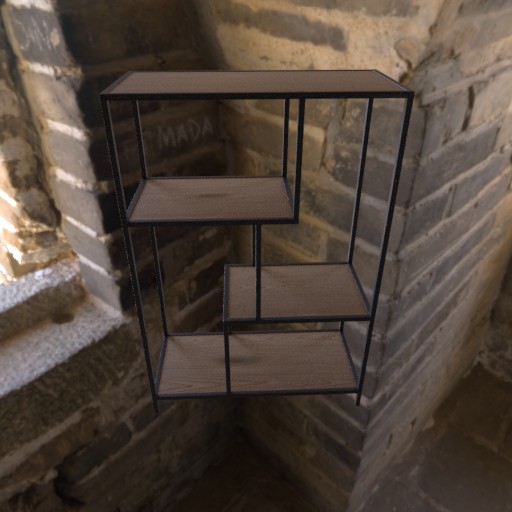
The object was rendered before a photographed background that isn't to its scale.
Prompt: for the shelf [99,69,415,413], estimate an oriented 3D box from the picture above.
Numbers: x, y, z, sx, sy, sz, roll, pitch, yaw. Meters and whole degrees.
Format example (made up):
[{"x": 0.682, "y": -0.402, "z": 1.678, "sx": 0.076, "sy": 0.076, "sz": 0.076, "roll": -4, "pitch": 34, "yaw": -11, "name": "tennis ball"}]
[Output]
[{"x": 0.000, "y": 0.000, "z": 1.521, "sx": 0.770, "sy": 1.138, "sz": 0.350, "roll": -1, "pitch": 31, "yaw": -2, "name": "shelf"}]
